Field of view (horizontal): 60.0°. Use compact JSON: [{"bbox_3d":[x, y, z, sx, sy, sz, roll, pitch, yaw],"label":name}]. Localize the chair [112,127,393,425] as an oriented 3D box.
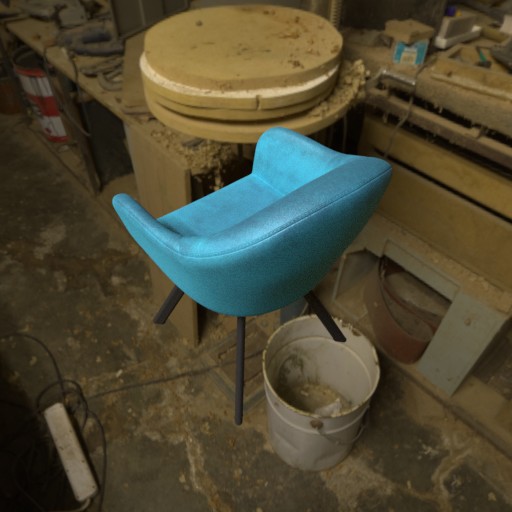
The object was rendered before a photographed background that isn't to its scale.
[{"bbox_3d":[0.000,0.000,1.200,0.540,0.780,0.570,-30,53,-27],"label":"chair"}]
